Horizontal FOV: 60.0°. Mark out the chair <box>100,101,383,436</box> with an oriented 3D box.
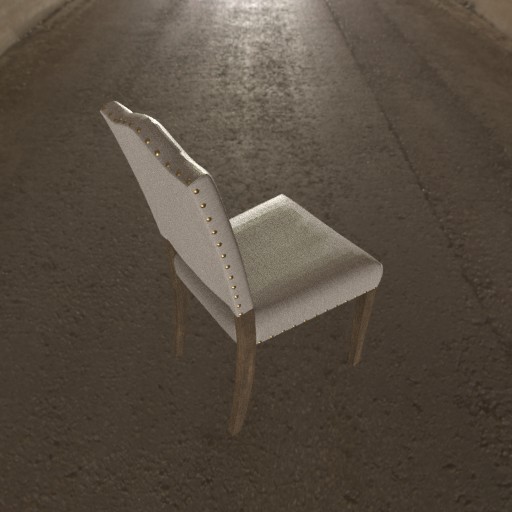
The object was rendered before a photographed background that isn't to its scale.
[{"bbox_3d":[0.000,0.000,1.357,0.620,1.020,0.508,-25,47,-26],"label":"chair"}]
